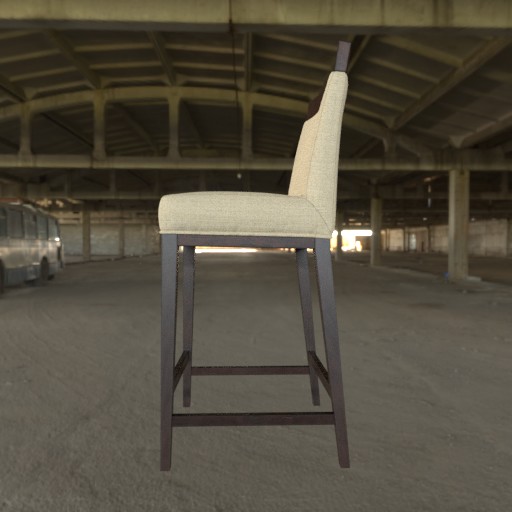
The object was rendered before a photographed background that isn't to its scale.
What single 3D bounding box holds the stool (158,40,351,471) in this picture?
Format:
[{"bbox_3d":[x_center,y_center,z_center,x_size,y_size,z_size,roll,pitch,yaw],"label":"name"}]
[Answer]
[{"bbox_3d":[0.000,0.000,1.391,0.531,1.117,0.511,0,2,-2],"label":"stool"}]
